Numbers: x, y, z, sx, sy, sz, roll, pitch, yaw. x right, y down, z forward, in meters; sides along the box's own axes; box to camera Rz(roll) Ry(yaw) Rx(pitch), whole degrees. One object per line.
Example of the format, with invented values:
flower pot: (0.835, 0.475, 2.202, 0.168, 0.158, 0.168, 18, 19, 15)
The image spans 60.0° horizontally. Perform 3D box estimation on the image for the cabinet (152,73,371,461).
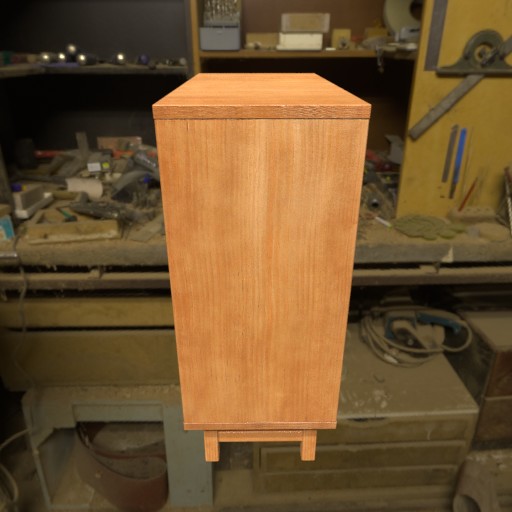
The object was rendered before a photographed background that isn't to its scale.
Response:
cabinet: (0.000, 0.000, 1.380, 0.419, 1.001, 0.800, 0, 26, -1)
